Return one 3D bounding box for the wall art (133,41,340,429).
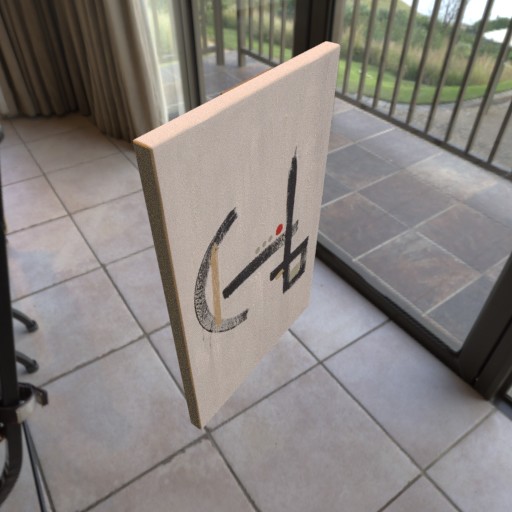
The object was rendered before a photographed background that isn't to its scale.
[{"bbox_3d":[0.000,0.000,1.170,0.048,0.916,0.602,27,49,26],"label":"wall art"}]
